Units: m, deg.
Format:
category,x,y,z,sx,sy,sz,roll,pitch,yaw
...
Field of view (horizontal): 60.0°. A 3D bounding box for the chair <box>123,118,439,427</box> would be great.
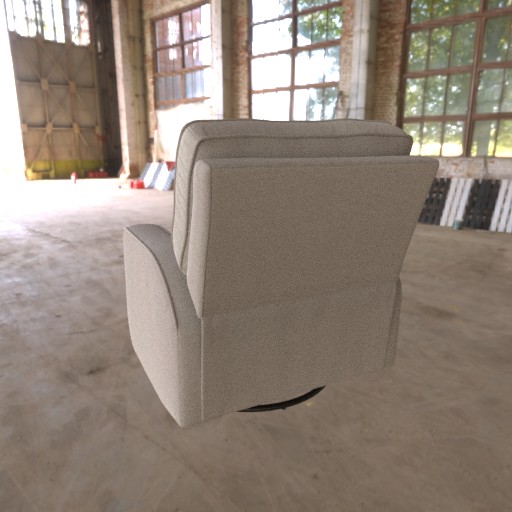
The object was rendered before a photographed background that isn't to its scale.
category,x,y,z,sx,sy,sz,roll,pitch,yaw
chair,0.000,0.000,1.654,0.861,0.964,0.969,-7,16,-26
